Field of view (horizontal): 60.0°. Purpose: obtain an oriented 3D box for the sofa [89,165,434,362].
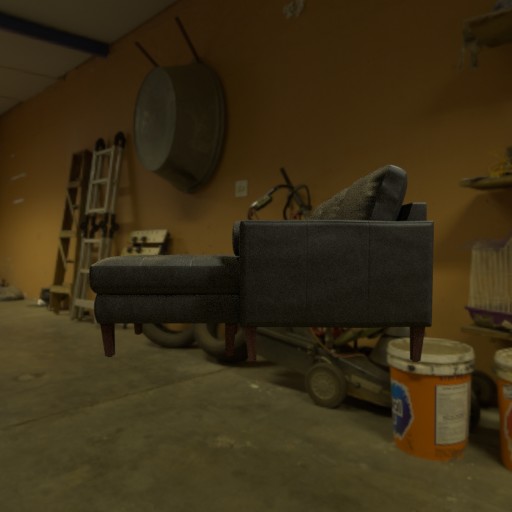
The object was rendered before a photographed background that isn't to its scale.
[{"bbox_3d":[0.000,0.000,2.950,1.497,0.876,2.178,0,1,-1],"label":"sofa"}]
